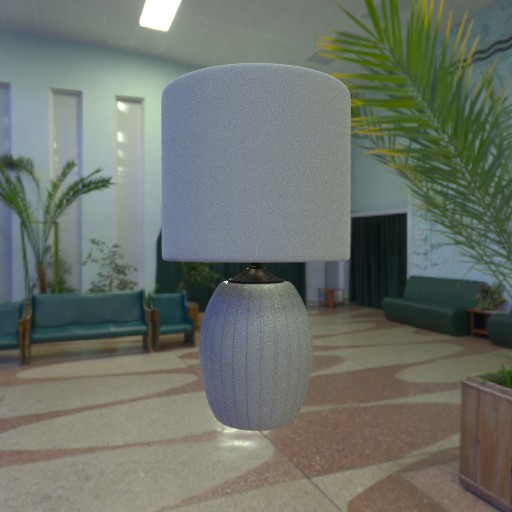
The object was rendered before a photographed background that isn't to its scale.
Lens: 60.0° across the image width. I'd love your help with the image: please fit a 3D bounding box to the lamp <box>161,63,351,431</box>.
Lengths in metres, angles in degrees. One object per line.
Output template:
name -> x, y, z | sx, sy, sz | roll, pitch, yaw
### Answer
lamp -> 0.000, 0.000, 0.789 | 0.328, 0.570, 0.328 | 0, 1, 0
